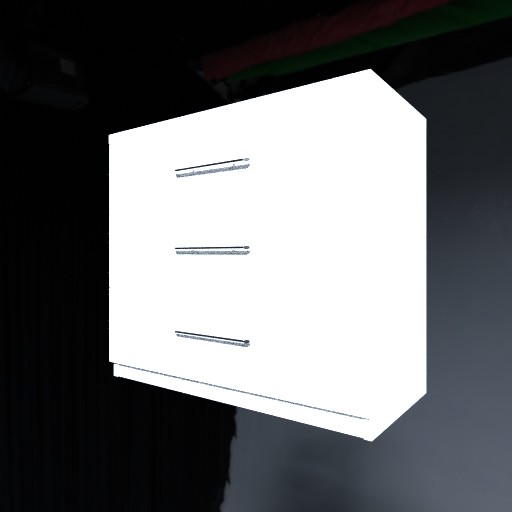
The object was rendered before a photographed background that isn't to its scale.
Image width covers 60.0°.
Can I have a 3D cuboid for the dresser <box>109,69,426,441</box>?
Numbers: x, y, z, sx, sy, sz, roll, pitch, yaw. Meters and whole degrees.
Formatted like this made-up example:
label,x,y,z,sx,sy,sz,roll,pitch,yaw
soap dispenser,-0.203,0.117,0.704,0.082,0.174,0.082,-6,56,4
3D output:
label,x,y,z,sx,sy,sz,roll,pitch,yaw
dresser,0.000,0.000,1.271,0.830,0.740,0.420,0,0,36
